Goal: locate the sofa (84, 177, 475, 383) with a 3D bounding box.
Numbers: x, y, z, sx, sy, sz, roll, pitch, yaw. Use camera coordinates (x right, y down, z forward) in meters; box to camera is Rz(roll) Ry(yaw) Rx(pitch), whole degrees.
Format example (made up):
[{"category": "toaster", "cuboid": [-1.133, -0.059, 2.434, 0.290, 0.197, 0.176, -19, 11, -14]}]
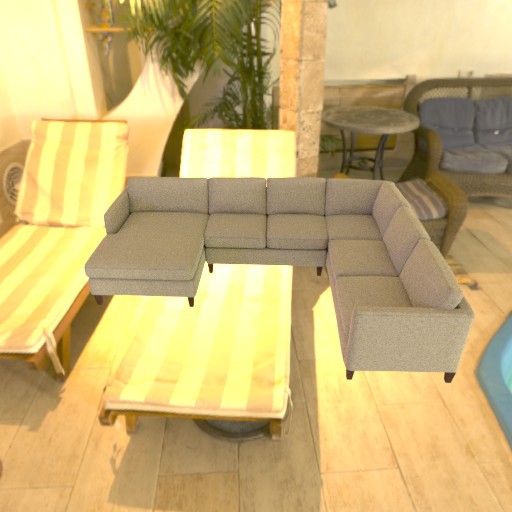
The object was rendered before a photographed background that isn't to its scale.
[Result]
[{"category": "sofa", "cuboid": [0.000, 0.000, 4.617, 3.460, 0.959, 2.593, 1, 30, 2]}]
